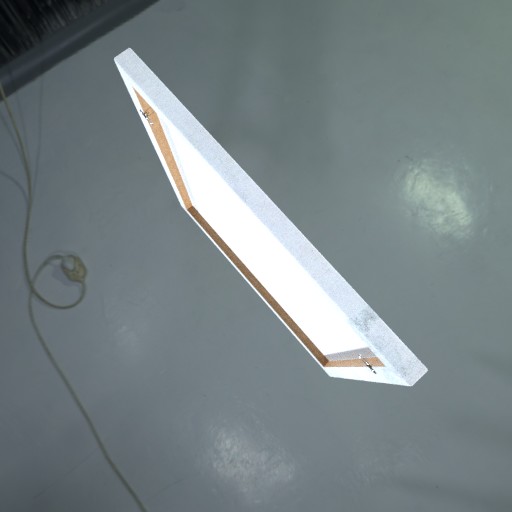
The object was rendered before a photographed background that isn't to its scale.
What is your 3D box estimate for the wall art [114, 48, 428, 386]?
[{"bbox_3d":[0.000,0.000,1.113,0.041,0.762,0.762,-40,79,-9],"label":"wall art"}]
